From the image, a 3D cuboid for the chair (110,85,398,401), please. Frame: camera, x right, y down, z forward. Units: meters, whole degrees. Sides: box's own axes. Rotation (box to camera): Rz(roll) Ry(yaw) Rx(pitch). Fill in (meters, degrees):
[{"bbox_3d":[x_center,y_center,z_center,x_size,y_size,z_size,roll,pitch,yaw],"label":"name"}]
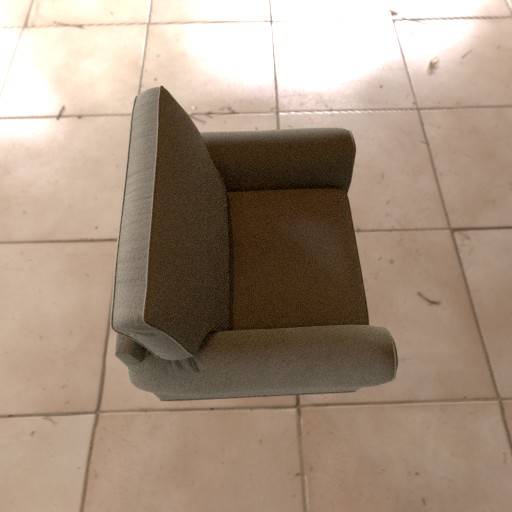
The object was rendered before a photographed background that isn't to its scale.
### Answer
[{"bbox_3d":[0.000,0.000,1.859,0.939,1.044,1.147,-2,62,-1],"label":"chair"}]
